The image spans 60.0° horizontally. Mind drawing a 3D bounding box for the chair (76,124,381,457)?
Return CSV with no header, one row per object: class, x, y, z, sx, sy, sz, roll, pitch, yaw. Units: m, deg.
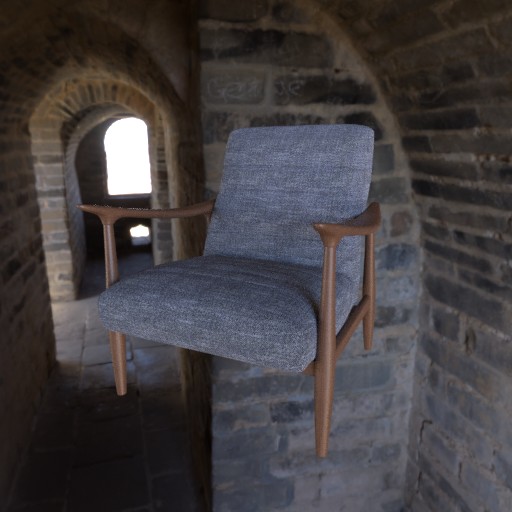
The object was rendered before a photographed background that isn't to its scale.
chair,0.000,0.000,1.421,0.741,0.832,0.798,7,15,25
